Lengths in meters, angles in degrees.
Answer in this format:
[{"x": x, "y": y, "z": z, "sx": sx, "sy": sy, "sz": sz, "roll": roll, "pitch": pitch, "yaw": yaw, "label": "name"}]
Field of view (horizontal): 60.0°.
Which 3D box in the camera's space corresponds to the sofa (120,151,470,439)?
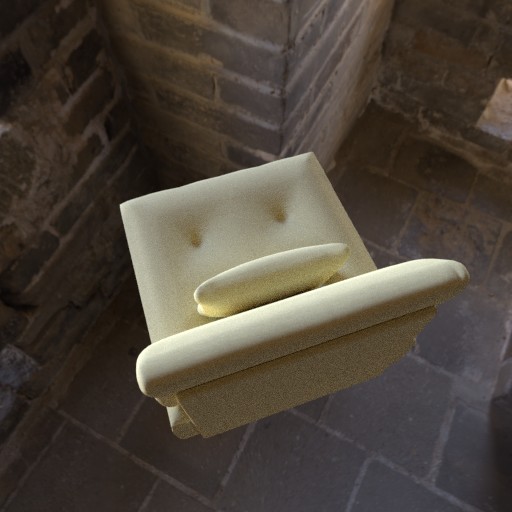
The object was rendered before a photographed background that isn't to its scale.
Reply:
[{"x": 0.000, "y": 0.000, "z": 1.670, "sx": 0.930, "sy": 0.820, "sz": 1.000, "roll": -17, "pitch": 61, "yaw": -9, "label": "sofa"}]
